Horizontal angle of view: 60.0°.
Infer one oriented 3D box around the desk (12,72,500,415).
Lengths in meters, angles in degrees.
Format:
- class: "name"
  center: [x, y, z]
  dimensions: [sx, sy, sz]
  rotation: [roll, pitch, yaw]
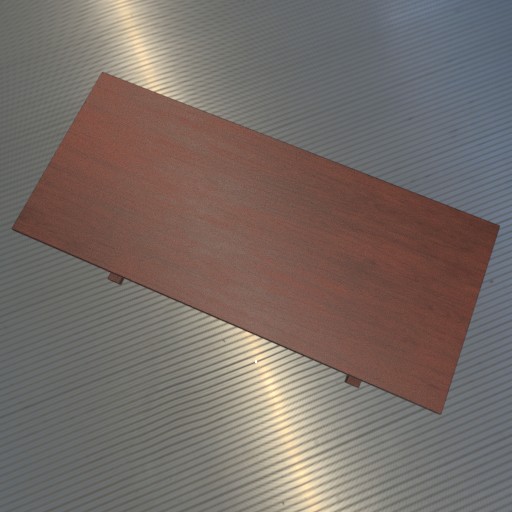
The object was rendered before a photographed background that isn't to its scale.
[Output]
- class: "desk"
  center: [0.000, 0.000, 1.724]
  dimensions: [1.372, 0.761, 0.600]
  rotation: [23, 78, 5]
